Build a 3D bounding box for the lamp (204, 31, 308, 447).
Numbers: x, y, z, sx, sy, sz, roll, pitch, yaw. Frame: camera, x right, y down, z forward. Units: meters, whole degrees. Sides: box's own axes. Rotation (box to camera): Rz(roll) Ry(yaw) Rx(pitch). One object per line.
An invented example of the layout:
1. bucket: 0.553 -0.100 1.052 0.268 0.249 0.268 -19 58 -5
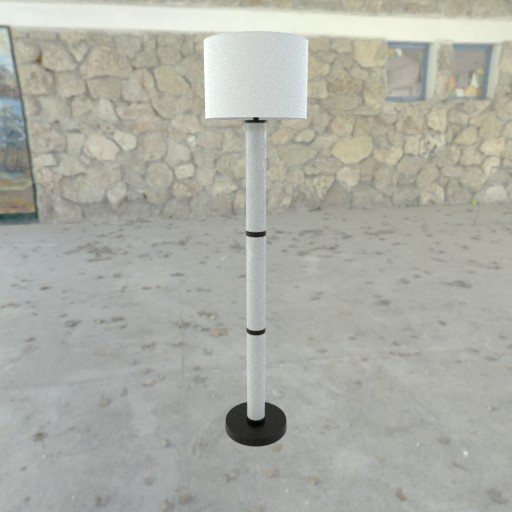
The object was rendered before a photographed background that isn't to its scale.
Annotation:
1. lamp: 0.000 0.000 1.800 0.377 1.599 0.377 -2 16 -9
